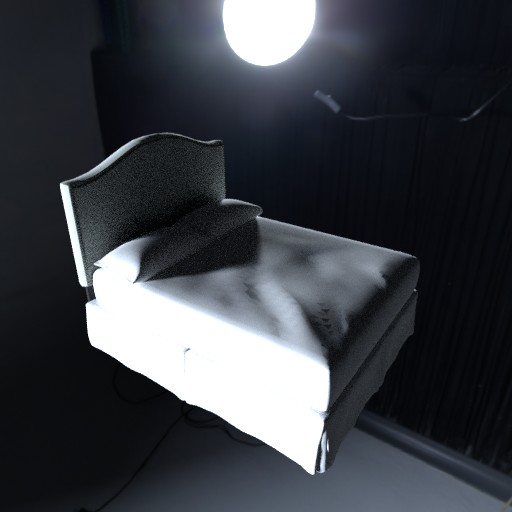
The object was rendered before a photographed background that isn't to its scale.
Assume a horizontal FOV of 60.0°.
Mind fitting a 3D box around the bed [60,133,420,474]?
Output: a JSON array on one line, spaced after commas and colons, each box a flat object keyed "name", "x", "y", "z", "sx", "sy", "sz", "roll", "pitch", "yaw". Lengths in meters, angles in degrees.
[{"name": "bed", "x": 0.000, "y": 0.000, "z": 3.419, "sx": 2.180, "sy": 1.607, "sz": 1.813, "roll": 17, "pitch": 31, "yaw": 30}]
